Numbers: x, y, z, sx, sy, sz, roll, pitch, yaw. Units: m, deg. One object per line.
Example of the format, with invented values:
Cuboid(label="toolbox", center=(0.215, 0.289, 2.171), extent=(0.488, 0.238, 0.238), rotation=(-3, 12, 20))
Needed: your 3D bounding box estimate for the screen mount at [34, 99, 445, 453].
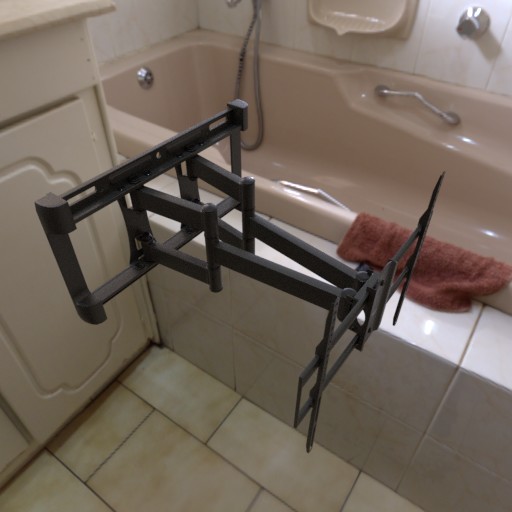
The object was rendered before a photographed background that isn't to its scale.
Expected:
Cuboid(label="screen mount", center=(0.000, 0.000, 0.939), extent=(0.556, 0.424, 0.571), rotation=(27, 48, 27))
